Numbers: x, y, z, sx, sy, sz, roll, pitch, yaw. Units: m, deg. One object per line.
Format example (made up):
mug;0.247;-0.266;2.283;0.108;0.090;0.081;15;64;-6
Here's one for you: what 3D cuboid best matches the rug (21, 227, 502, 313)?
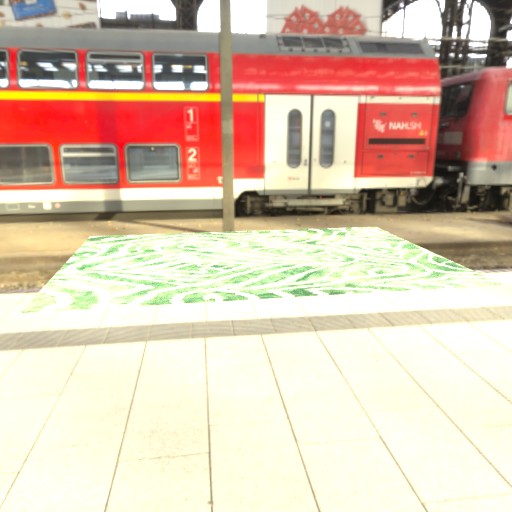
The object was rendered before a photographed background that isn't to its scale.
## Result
rug;0.000;0.000;2.236;1.826;0.006;1.220;-2;15;-9
